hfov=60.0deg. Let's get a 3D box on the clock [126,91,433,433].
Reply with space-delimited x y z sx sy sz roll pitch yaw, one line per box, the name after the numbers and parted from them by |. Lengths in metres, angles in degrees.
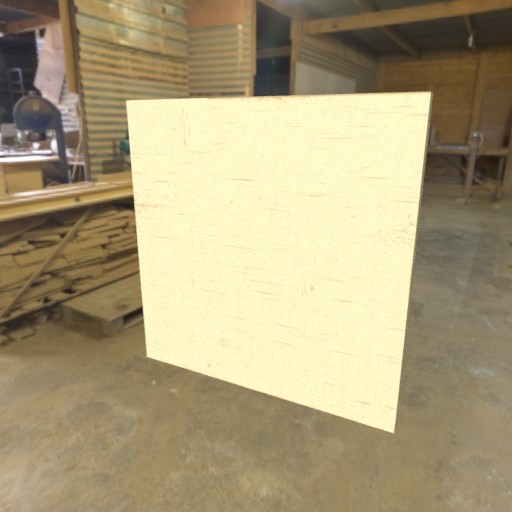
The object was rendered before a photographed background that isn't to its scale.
0.000 0.000 1.043 0.705 0.705 0.032 9 19 27 | clock
